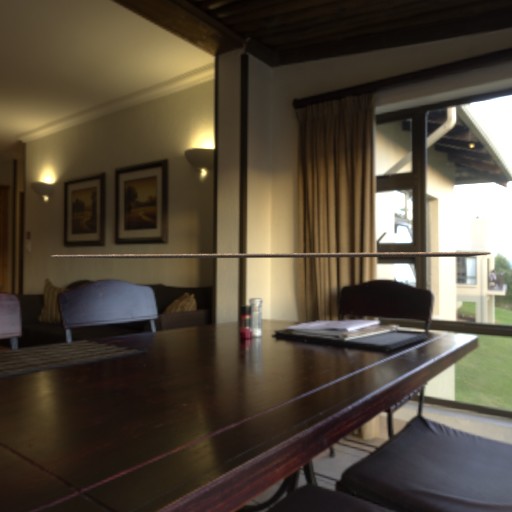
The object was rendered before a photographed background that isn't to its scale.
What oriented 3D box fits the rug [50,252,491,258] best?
[{"bbox_3d":[0.000,0.000,2.425,2.196,0.011,0.662,0,-1,19],"label":"rug"}]
